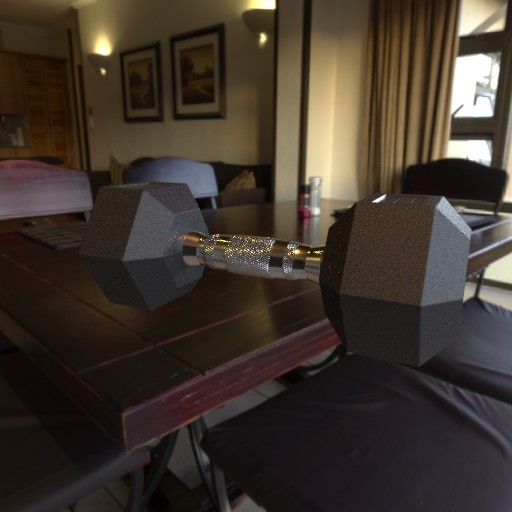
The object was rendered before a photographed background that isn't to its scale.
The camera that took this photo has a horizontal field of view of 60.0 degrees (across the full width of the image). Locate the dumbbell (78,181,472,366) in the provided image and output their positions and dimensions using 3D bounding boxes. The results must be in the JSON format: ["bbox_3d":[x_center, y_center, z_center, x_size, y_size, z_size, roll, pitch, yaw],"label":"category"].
[{"bbox_3d":[0.000,0.000,0.316,0.272,0.092,0.106,7,16,25],"label":"dumbbell"}]
